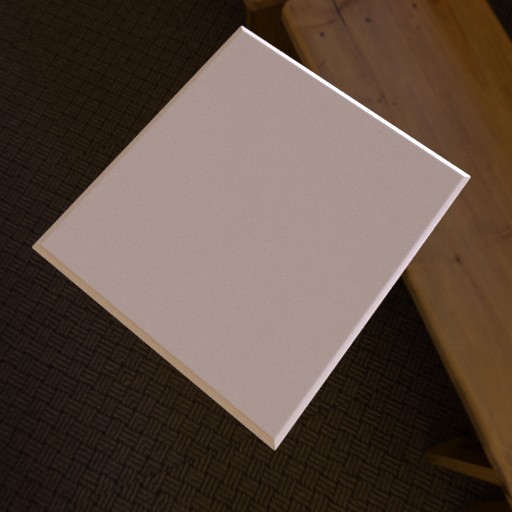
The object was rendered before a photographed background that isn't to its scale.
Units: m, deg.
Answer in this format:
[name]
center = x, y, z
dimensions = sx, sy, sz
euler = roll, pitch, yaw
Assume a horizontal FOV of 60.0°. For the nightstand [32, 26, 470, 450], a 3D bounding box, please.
[nightstand]
center = 0.000, 0.000, 0.942
dimensions = 0.459, 0.555, 0.505
euler = 37, 78, 9
